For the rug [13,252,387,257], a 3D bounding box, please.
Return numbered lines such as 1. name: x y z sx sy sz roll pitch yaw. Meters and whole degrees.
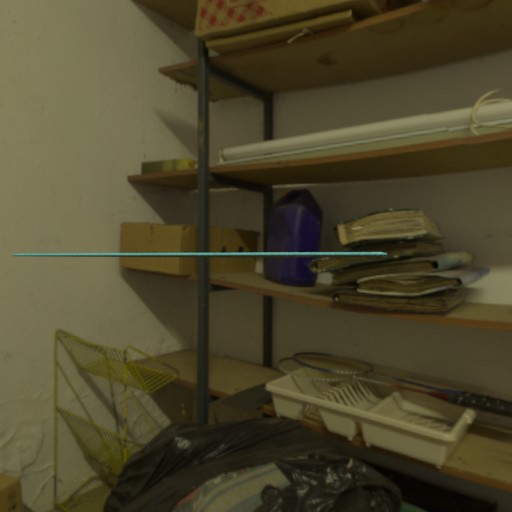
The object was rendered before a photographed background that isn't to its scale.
1. rug: 0.000 0.000 2.756 1.554 0.012 2.205 0 0 16
